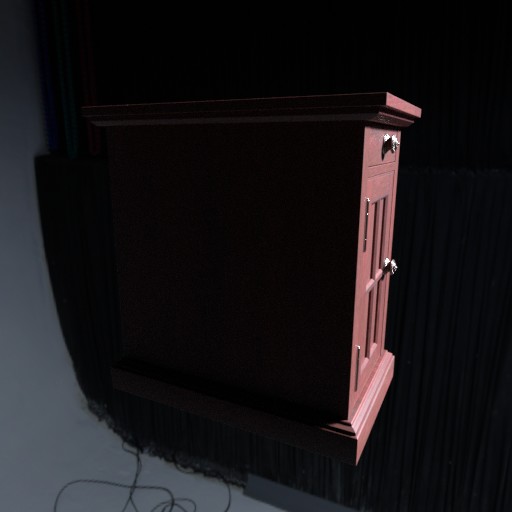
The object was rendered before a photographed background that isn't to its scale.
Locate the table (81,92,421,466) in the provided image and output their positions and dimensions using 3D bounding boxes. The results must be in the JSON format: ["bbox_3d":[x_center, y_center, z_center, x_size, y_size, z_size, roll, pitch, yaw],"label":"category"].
[{"bbox_3d":[0.000,0.000,0.965,0.584,0.612,0.356,7,16,26],"label":"table"}]
